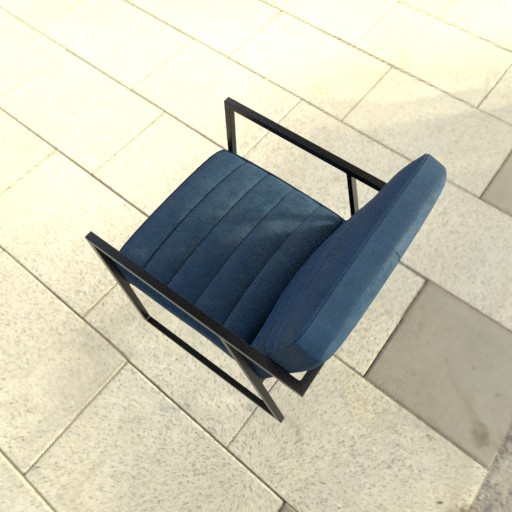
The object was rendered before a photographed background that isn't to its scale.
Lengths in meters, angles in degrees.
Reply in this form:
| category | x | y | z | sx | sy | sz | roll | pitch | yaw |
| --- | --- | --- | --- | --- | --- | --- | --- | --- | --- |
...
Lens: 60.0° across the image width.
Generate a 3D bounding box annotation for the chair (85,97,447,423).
| category | x | y | z | sx | sy | sz | roll | pitch | yaw |
| --- | --- | --- | --- | --- | --- | --- | --- | --- | --- |
| chair | 0.000 | 0.000 | 1.275 | 0.677 | 0.833 | 0.571 | 33 | 68 | 15 |
